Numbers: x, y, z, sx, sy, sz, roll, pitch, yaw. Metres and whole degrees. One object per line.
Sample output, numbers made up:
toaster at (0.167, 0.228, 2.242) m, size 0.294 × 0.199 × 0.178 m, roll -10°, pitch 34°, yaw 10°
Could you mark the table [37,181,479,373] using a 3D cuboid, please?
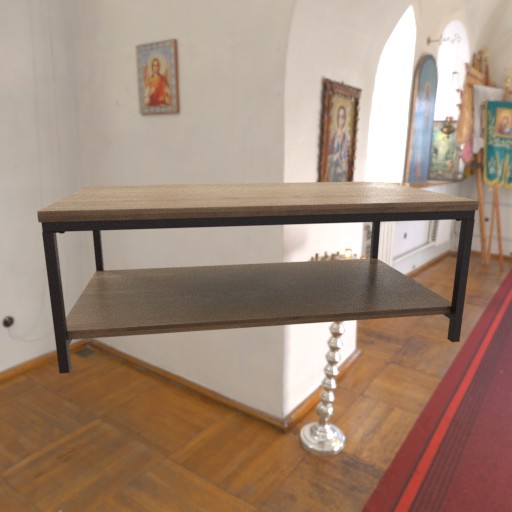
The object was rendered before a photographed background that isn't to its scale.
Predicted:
table at (0.000, 0.000, 1.372) m, size 1.062 × 0.393 × 0.574 m, roll -2°, pitch 15°, yaw -9°
